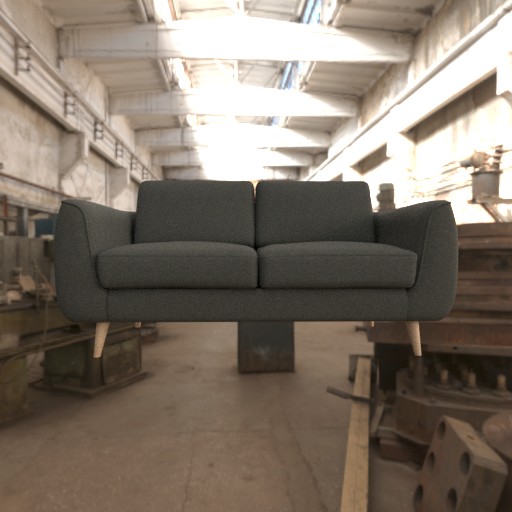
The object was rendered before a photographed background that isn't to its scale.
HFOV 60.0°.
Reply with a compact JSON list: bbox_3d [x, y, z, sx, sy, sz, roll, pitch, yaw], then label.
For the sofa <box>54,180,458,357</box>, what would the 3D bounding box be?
[{"bbox_3d":[0.000,0.000,2.248,1.700,0.850,0.920,0,1,-1],"label":"sofa"}]
